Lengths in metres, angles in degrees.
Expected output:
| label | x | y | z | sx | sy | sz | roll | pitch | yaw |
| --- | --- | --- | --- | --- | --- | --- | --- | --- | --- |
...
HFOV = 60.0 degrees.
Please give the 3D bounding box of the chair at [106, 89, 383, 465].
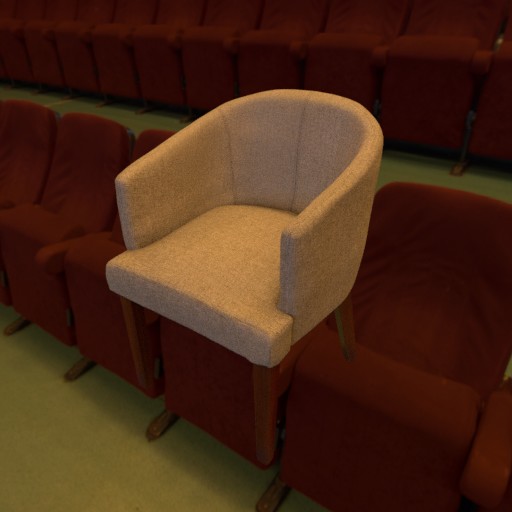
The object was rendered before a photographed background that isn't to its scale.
| label | x | y | z | sx | sy | sz | roll | pitch | yaw |
| --- | --- | --- | --- | --- | --- | --- | --- | --- | --- |
| chair | 0.000 | 0.000 | 1.271 | 0.583 | 0.811 | 0.655 | 19 | 36 | 29 |
